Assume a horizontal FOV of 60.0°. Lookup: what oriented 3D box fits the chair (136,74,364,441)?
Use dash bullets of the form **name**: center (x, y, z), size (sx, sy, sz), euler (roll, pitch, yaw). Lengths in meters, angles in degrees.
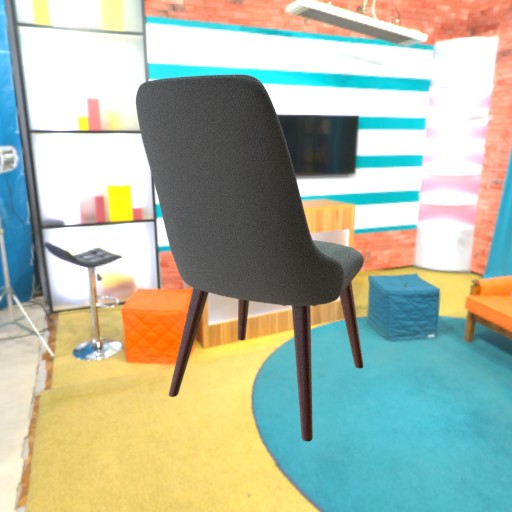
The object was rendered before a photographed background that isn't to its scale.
- **chair**: center (0.000, 0.000, 1.321), size (0.535, 0.918, 0.707), euler (8, 16, 28)
